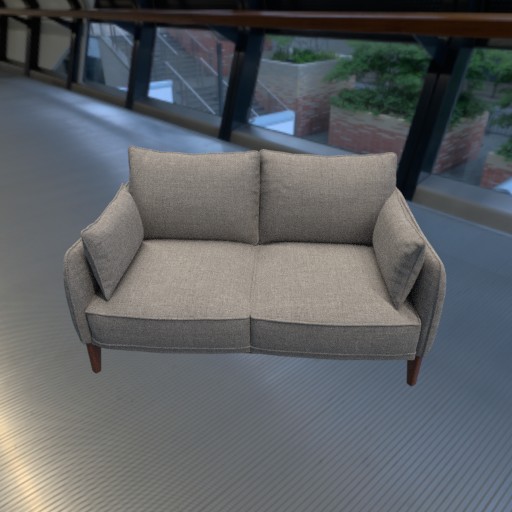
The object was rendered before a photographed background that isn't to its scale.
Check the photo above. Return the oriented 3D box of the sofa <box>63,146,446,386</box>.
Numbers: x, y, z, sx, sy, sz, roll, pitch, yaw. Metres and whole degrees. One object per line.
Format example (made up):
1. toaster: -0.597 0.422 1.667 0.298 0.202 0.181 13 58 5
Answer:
1. sofa: 0.000 0.000 2.172 1.580 0.851 0.972 2 31 3
